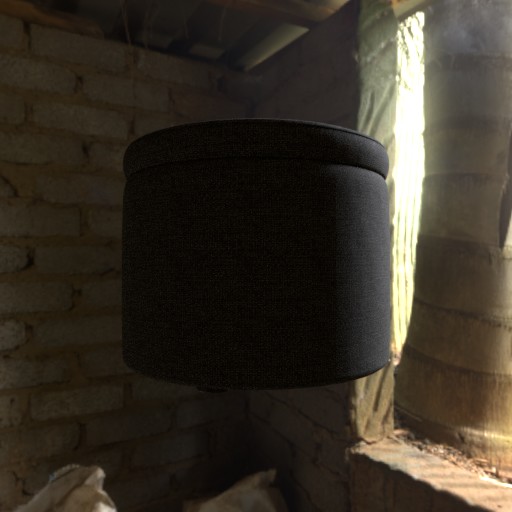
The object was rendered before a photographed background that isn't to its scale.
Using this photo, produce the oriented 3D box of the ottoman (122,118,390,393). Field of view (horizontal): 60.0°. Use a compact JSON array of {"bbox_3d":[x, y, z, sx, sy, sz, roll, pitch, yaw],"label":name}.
[{"bbox_3d":[0.000,0.000,0.897,0.520,0.430,0.520,0,-1,0],"label":"ottoman"}]
